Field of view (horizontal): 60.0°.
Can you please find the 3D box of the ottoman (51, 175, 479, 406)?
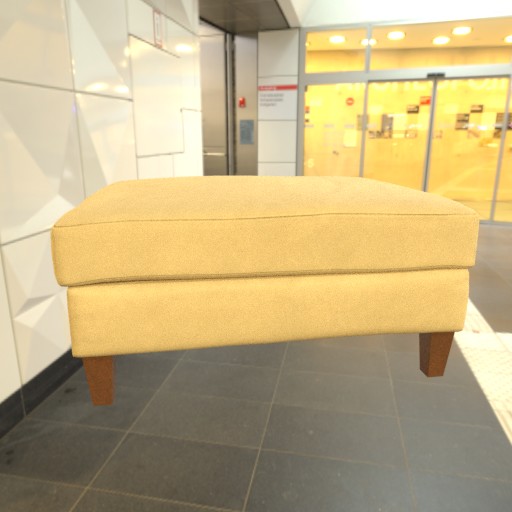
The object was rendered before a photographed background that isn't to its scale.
[{"bbox_3d":[0.000,0.000,1.414,1.002,0.492,0.836,-2,16,-8],"label":"ottoman"}]
